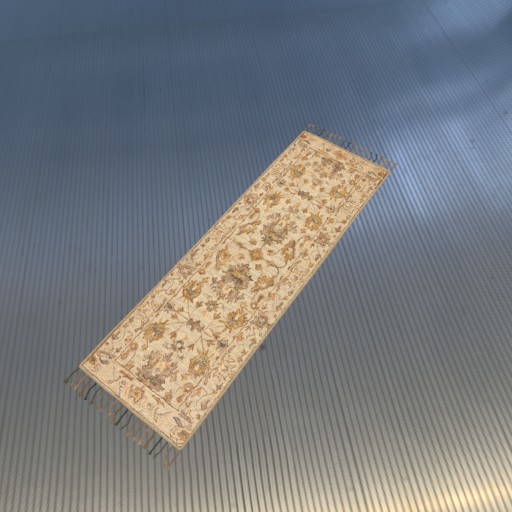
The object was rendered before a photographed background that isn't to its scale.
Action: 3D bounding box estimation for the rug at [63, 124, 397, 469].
[{"bbox_3d":[0.000,0.000,2.723,0.729,0.021,2.438,31,62,18],"label":"rug"}]
